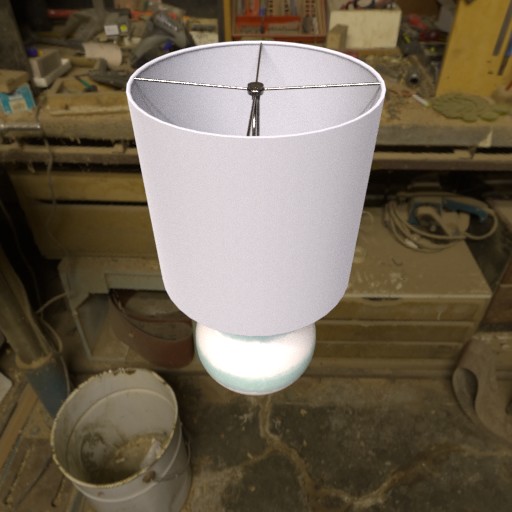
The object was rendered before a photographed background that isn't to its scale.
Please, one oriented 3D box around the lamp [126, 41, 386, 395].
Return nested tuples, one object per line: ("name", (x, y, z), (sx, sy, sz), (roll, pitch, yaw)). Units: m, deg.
("lamp", (0.000, 0.000, 0.512), (0.217, 0.404, 0.217), (2, 42, 2))
